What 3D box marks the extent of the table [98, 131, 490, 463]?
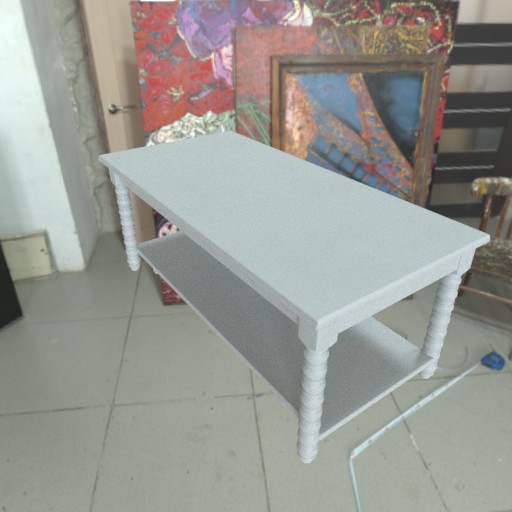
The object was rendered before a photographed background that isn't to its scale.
[{"bbox_3d":[0.000,0.000,1.464,0.580,0.487,1.171,-20,36,-30],"label":"table"}]
